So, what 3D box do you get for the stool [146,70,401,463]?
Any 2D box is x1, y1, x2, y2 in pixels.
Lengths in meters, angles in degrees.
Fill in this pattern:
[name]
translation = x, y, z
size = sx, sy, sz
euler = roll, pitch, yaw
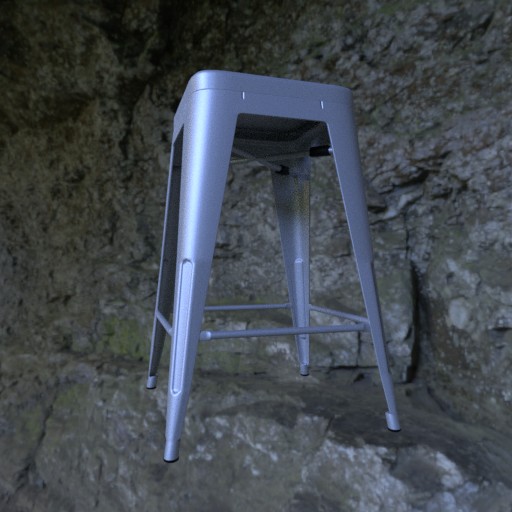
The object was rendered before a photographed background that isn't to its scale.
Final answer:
[stool]
translation = 0.000, 0.000, 0.897
size = 0.406, 0.610, 0.406
euler = 0, 0, -18
